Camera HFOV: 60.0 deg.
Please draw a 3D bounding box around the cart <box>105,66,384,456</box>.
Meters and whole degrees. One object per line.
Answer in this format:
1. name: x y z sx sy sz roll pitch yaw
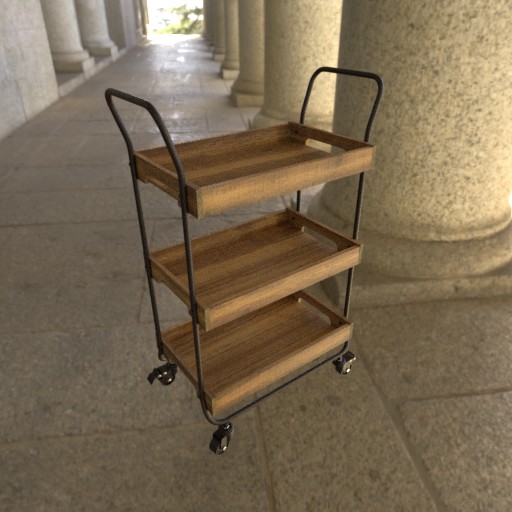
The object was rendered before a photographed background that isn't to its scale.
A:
1. cart: 0.000 0.000 1.150 0.583 0.857 0.339 -20 35 -31
